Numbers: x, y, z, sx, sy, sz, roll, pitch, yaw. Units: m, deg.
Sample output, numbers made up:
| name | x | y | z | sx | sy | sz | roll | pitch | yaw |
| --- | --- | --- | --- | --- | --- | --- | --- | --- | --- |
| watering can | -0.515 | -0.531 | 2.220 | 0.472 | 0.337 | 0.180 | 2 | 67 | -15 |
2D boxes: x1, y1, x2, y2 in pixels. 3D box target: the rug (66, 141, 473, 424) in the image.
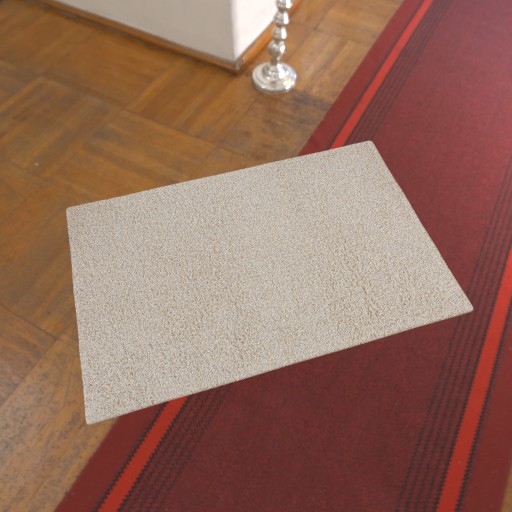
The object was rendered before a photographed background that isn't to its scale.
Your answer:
| name | x | y | z | sx | sy | sz | roll | pitch | yaw |
| --- | --- | --- | --- | --- | --- | --- | --- | --- | --- |
| rug | 0.000 | 0.000 | 3.423 | 2.743 | 0.030 | 1.778 | -14 | 59 | -9 |
